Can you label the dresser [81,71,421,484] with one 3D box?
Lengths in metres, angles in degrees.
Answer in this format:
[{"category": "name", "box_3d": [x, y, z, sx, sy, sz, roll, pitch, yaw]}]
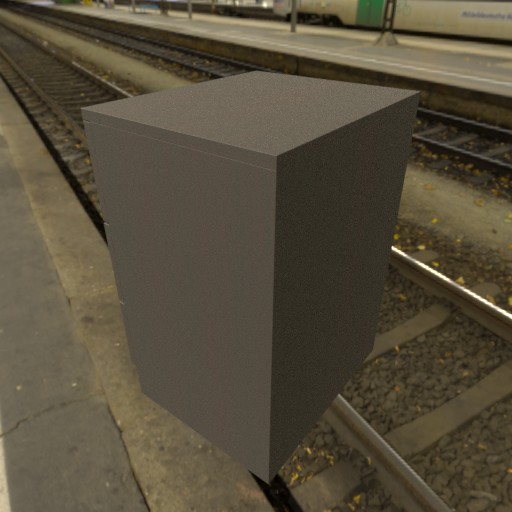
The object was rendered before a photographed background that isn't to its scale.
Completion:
[{"category": "dresser", "box_3d": [0.000, 0.000, 0.816, 0.360, 0.560, 0.400, 22, 38, 31]}]
